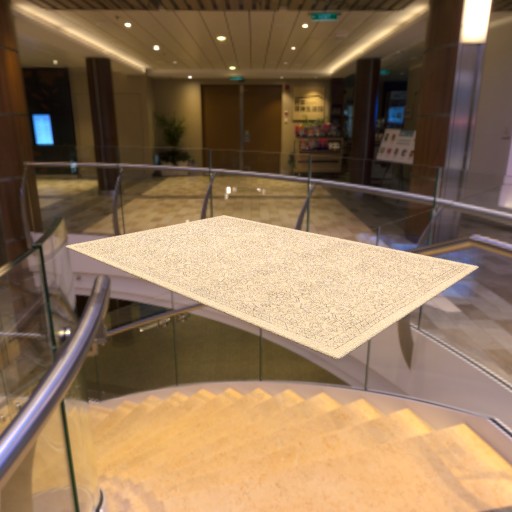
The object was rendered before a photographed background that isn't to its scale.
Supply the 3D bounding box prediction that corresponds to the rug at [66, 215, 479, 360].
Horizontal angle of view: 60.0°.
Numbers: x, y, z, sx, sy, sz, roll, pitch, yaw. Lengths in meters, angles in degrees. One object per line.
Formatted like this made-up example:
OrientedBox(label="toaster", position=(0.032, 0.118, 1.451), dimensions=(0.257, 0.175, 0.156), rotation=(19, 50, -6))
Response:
OrientedBox(label="rug", position=(0.000, 0.000, 2.329), dimensions=(1.829, 0.010, 1.219), rotation=(15, 22, 41))
